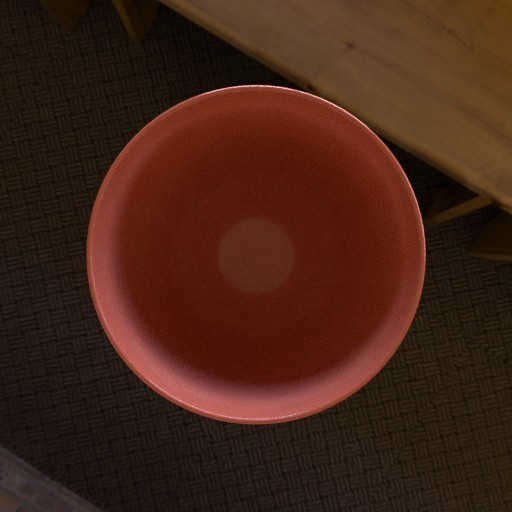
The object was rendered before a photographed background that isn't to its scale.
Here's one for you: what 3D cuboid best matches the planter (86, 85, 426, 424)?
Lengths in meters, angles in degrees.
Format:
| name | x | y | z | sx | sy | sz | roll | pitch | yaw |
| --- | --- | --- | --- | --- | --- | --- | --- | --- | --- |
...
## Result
| name | x | y | z | sx | sy | sz | roll | pitch | yaw |
| --- | --- | --- | --- | --- | --- | --- | --- | --- | --- |
| planter | 0.000 | 0.000 | 0.480 | 0.266 | 0.270 | 0.266 | 0 | 89 | 0 |
